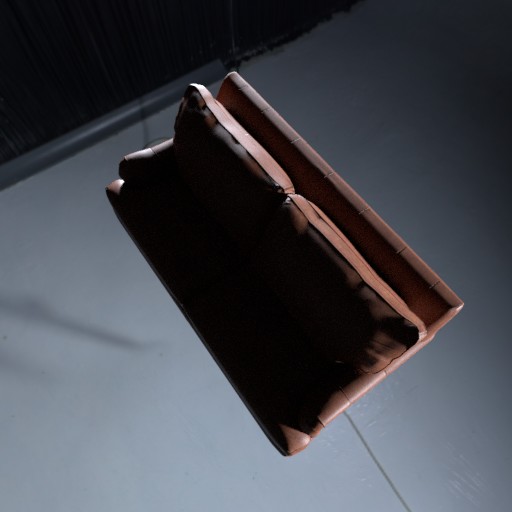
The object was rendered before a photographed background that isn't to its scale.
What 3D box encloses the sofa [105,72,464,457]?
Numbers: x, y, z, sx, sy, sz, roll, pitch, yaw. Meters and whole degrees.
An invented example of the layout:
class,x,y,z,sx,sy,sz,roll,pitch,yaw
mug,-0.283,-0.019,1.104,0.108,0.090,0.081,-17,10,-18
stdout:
class,x,y,z,sx,sy,sz,roll,pitch,yaw
sofa,0.000,0.000,2.838,1.147,1.071,2.144,-33,68,-15
